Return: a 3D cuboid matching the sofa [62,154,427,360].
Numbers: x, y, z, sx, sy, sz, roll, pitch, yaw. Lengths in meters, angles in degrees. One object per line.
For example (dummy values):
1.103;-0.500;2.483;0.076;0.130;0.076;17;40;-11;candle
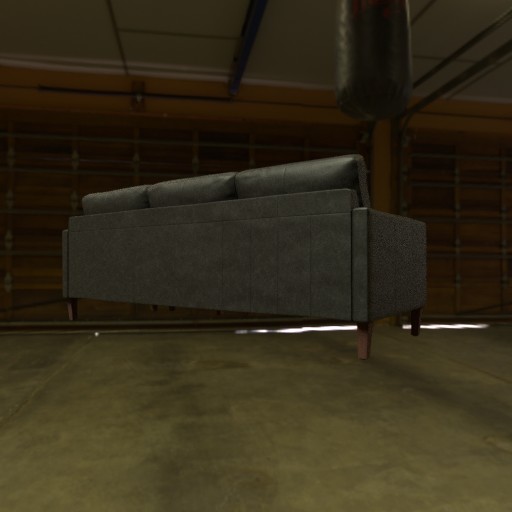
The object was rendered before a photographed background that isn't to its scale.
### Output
0.000;0.000;2.965;2.178;0.876;1.497;-1;-1;36;sofa
